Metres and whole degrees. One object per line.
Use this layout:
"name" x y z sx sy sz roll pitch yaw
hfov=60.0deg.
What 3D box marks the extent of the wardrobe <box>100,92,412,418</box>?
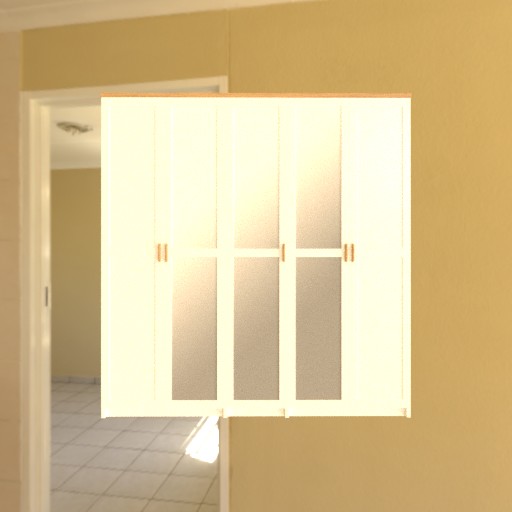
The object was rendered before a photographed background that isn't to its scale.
"wardrobe" 0.000 0.000 3.348 2.160 2.260 0.590 0 0 0
